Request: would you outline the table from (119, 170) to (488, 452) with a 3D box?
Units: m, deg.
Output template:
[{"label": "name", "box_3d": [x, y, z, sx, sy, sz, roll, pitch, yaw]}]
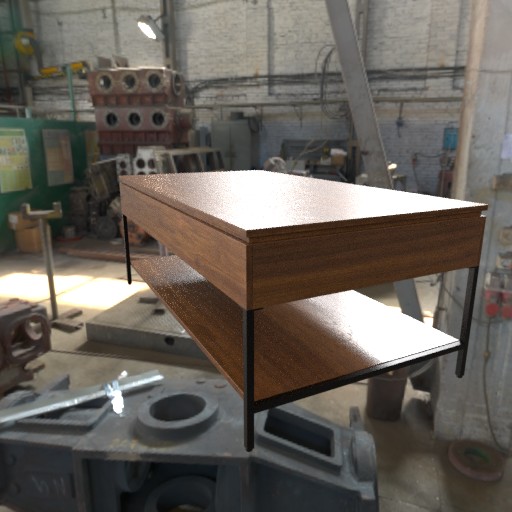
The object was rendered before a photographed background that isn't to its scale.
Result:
[{"label": "table", "box_3d": [0.000, 0.000, 1.328, 0.574, 0.414, 1.057, -8, 17, -26]}]
